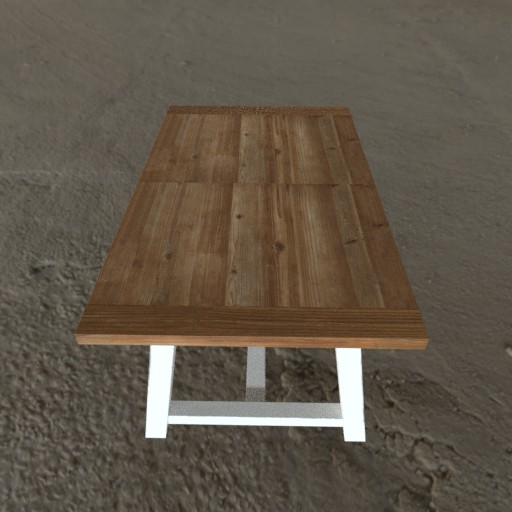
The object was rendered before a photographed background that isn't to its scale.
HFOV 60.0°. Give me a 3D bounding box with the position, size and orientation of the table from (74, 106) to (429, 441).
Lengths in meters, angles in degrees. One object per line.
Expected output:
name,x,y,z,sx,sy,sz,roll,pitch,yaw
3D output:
table,0.000,0.000,1.961,0.922,0.743,1.503,1,41,1
